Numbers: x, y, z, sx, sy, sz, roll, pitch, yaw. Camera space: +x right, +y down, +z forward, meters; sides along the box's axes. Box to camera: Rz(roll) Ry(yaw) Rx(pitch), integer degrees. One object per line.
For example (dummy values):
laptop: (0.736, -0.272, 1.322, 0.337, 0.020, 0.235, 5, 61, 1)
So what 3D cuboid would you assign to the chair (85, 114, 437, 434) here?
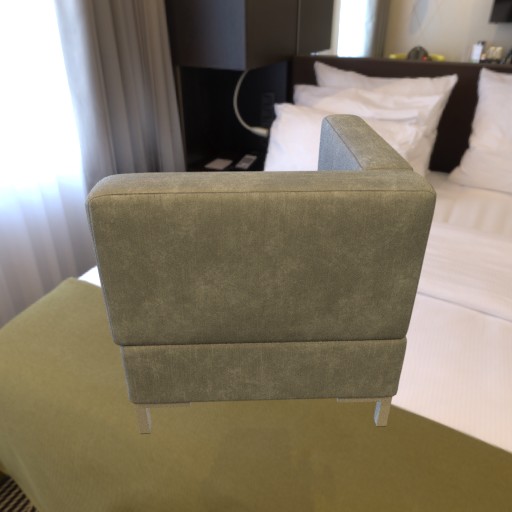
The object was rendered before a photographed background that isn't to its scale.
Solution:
chair: (0.000, 0.000, 1.241, 0.680, 0.660, 0.680, -1, 30, -2)
